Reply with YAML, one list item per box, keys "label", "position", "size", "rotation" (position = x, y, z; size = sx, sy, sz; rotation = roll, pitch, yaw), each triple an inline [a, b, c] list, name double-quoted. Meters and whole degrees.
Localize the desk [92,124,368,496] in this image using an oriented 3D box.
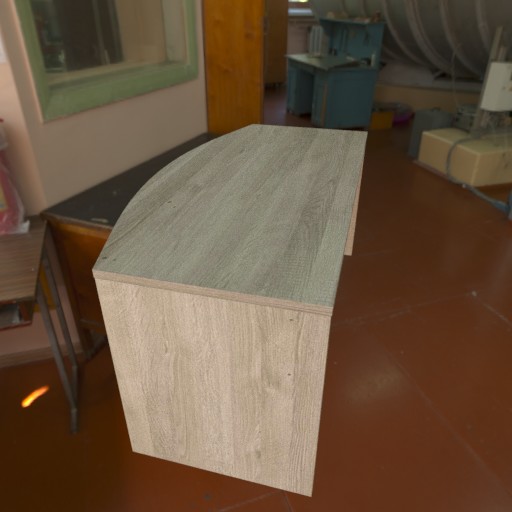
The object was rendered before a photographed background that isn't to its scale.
- label: "desk"
  position: [0.000, 0.000, 1.977]
  size: [0.802, 0.752, 1.600]
  rotation: [8, 31, 13]
